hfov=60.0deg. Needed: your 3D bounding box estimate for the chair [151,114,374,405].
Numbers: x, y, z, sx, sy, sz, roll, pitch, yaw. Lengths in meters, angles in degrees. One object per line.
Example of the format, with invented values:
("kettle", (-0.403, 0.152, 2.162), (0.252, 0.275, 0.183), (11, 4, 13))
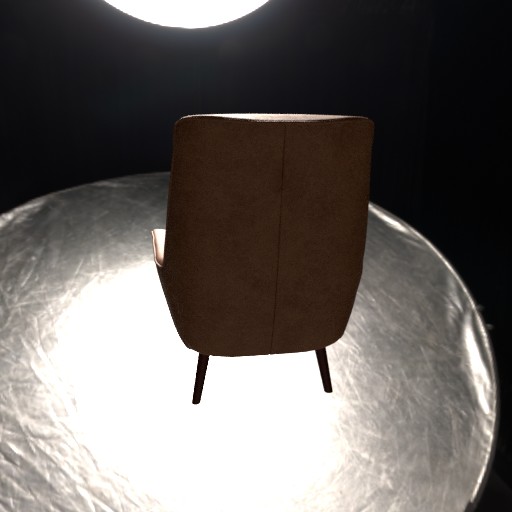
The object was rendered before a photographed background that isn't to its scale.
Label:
("chair", (0.000, 0.000, 1.520), (0.753, 0.883, 0.851), (-2, 14, -9))
